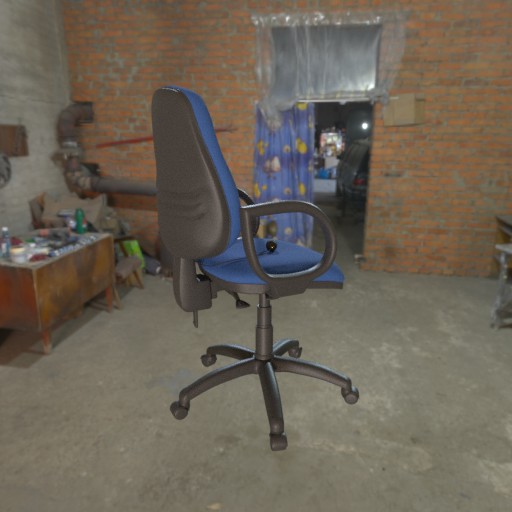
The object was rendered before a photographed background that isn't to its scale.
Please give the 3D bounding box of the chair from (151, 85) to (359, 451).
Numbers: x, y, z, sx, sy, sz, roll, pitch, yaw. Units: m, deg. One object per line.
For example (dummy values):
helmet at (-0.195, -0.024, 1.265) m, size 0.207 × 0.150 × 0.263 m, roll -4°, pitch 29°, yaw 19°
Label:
chair at (0.000, 0.000, 1.278) m, size 0.549 × 0.905 × 0.552 m, roll -7°, pitch 16°, yaw -26°
